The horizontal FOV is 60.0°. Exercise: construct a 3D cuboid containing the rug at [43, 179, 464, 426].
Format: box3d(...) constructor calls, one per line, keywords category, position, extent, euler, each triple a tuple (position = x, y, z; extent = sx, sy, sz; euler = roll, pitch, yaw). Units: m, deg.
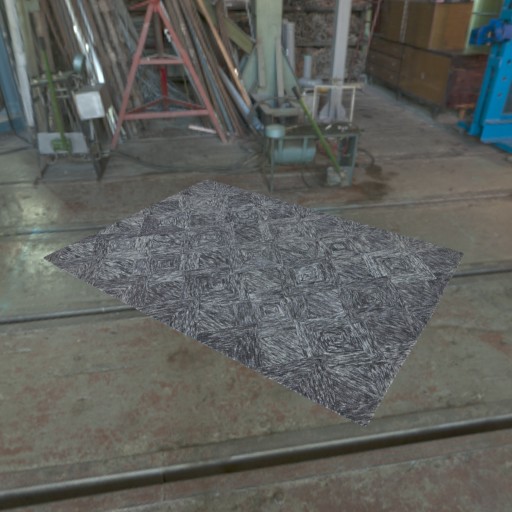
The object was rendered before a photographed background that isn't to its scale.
box3d(category="rug", position=(0.000, 0.000, 5.280), extent=(4.093, 0.020, 2.997), euler=(20, 37, 29))
